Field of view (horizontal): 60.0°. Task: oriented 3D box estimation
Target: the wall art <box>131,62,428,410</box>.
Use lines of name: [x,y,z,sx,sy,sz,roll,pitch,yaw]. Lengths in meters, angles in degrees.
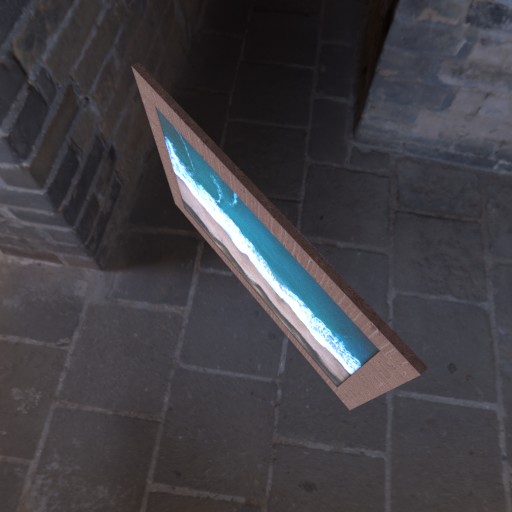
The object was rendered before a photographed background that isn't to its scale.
wall art: [0.000,0.000,1.187,0.019,0.626,0.917,-36,71,-15]
